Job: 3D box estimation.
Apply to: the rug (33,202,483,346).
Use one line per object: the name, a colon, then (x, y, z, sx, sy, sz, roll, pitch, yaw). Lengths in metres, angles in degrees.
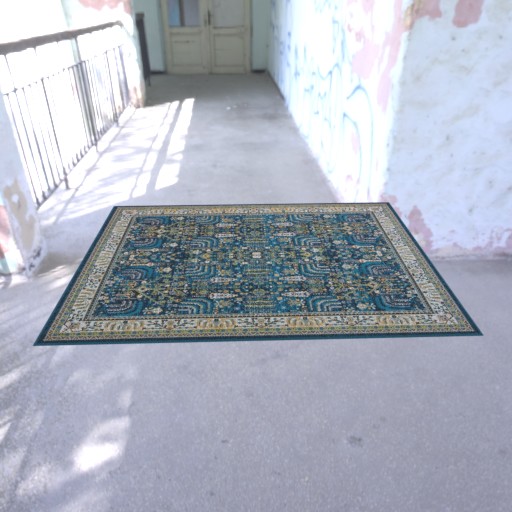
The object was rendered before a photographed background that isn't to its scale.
rug: (0.000, 0.000, 3.942, 3.044, 0.015, 2.226, -1, 31, -2)
